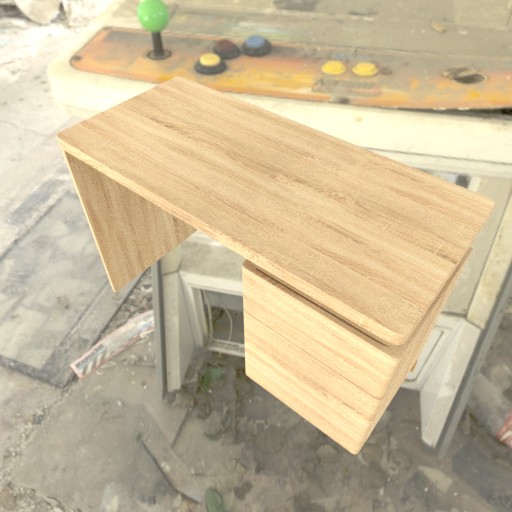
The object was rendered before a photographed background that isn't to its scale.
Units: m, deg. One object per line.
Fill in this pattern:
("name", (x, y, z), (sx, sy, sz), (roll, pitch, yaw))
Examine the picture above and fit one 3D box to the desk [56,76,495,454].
("desk", (0.000, 0.000, 1.556), (1.200, 0.760, 0.550), (30, 53, 26))
